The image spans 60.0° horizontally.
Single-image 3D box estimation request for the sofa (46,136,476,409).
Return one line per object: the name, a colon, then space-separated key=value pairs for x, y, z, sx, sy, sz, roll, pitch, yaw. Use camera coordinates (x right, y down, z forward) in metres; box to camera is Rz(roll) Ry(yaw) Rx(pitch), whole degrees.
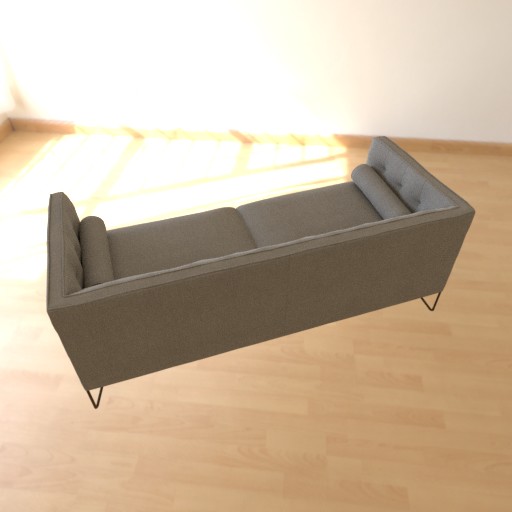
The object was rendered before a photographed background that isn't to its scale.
sofa: x=0.000 y=0.000 z=2.561 sx=2.079 sy=0.798 sz=0.912 roll=-13 pitch=44 yaw=-14
